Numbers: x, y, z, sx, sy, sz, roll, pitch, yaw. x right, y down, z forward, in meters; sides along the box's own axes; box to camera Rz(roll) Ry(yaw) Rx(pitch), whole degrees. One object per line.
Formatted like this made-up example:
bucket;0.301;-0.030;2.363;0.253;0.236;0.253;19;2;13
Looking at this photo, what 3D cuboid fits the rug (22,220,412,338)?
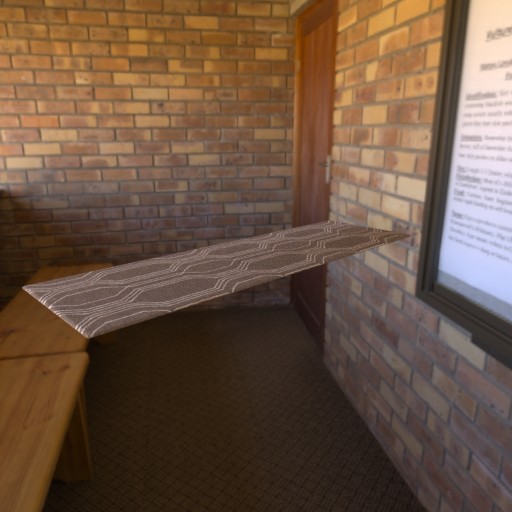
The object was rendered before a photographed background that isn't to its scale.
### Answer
rug;0.000;0.000;2.741;2.464;0.012;0.773;-14;21;-42
